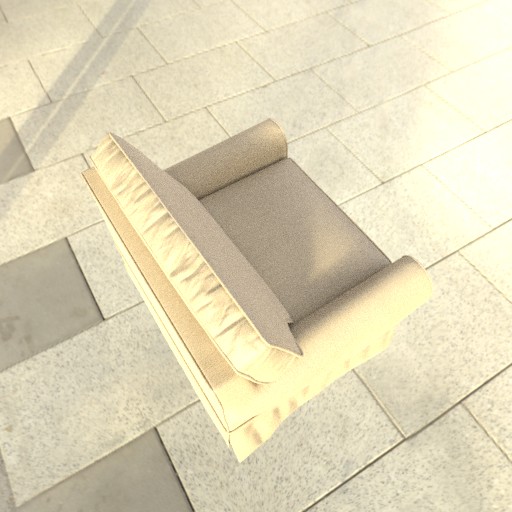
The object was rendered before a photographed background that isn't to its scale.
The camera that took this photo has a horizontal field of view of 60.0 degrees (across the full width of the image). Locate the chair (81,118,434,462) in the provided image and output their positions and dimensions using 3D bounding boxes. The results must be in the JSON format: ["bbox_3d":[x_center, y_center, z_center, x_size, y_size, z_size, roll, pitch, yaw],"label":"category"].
[{"bbox_3d":[0.000,0.000,1.791,0.903,0.937,1.096,-29,61,-18],"label":"chair"}]
